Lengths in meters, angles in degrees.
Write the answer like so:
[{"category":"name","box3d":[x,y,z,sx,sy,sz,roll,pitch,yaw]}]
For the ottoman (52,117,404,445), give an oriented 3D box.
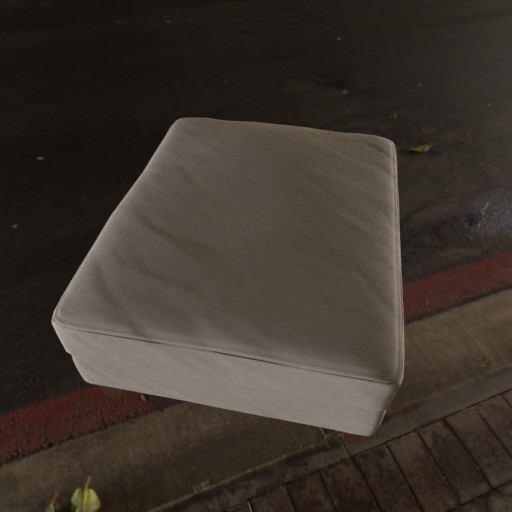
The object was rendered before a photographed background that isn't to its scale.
[{"category":"ottoman","box3d":[0.000,0.000,1.446,0.836,0.492,1.002,8,46,8]}]
